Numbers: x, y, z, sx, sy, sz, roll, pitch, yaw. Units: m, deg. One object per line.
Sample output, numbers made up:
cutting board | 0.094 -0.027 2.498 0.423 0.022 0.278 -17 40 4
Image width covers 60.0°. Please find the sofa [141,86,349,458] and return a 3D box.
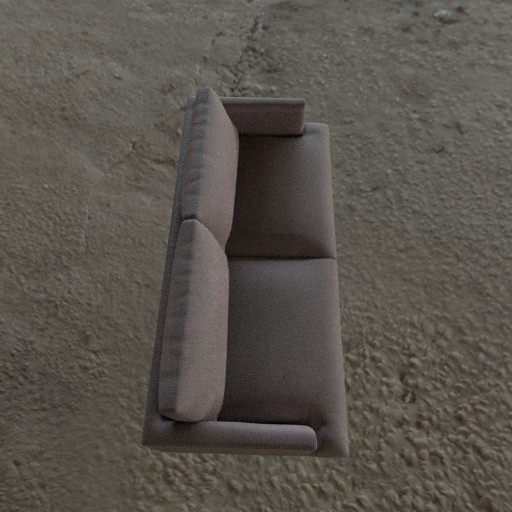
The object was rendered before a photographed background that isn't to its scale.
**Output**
sofa | 0.000 0.000 2.748 1.020 0.868 2.250 1 63 1
